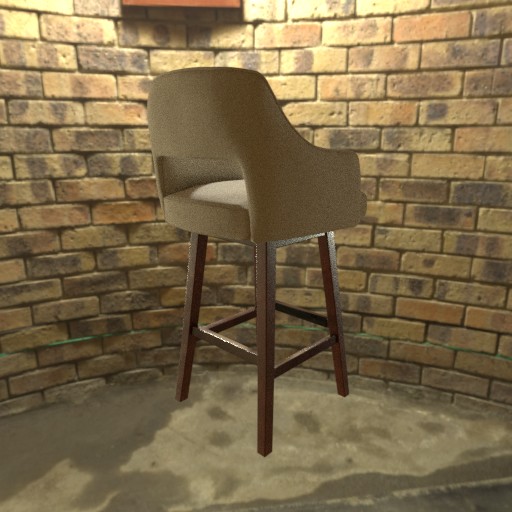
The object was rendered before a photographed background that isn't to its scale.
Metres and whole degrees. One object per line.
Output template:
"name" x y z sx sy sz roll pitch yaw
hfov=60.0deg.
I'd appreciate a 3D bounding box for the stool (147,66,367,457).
"stool" 0.000 0.000 1.394 0.550 1.041 0.560 14 20 42
